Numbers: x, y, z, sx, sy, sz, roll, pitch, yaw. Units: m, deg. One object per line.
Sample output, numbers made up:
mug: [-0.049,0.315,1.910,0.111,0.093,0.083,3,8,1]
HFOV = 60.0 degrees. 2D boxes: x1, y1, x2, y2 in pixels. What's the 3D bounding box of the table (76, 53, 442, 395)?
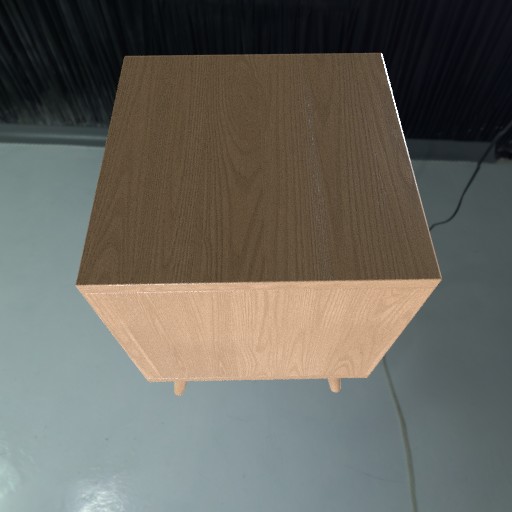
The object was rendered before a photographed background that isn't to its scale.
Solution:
table: [0.000,0.000,0.821,0.400,0.550,0.400,-1,59,-1]
